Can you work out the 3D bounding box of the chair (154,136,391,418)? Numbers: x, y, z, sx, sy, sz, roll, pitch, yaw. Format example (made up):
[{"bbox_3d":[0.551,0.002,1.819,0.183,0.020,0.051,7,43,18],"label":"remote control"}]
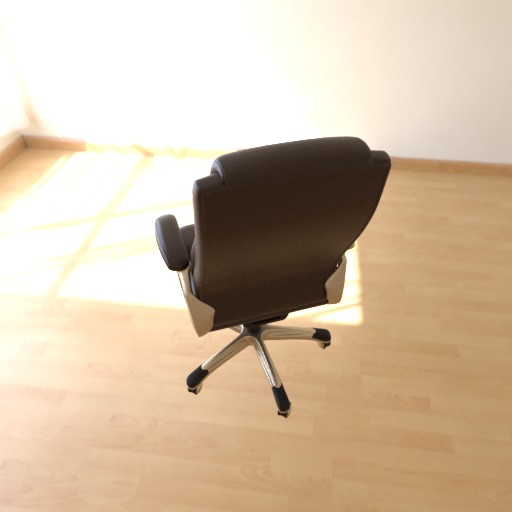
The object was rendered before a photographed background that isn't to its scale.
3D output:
[{"bbox_3d":[0.000,0.000,1.655,0.692,1.194,0.749,-12,41,-14],"label":"chair"}]
